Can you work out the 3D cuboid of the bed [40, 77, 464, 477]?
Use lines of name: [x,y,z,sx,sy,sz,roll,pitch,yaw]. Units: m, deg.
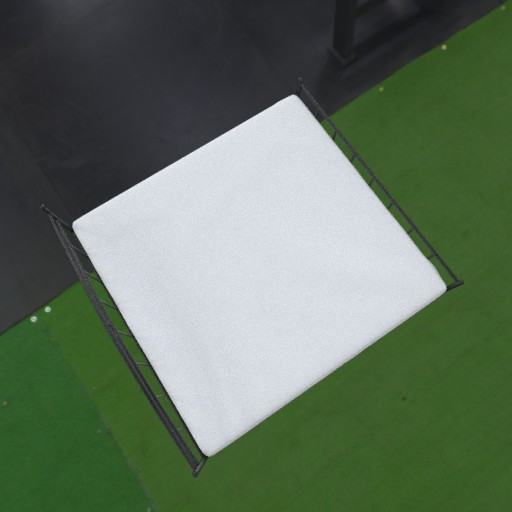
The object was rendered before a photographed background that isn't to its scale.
bed: [0.000,0.000,3.103,2.040,0.940,1.880,-32,77,-8]
